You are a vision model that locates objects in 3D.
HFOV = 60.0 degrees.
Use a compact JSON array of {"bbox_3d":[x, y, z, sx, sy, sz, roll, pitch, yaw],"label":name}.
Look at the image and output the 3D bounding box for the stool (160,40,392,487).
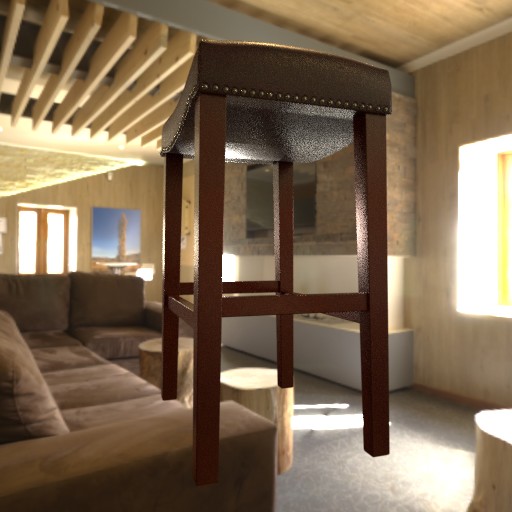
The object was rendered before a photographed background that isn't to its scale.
[{"bbox_3d":[0.000,0.000,0.993,0.372,0.742,0.504,0,0,-19],"label":"stool"}]
